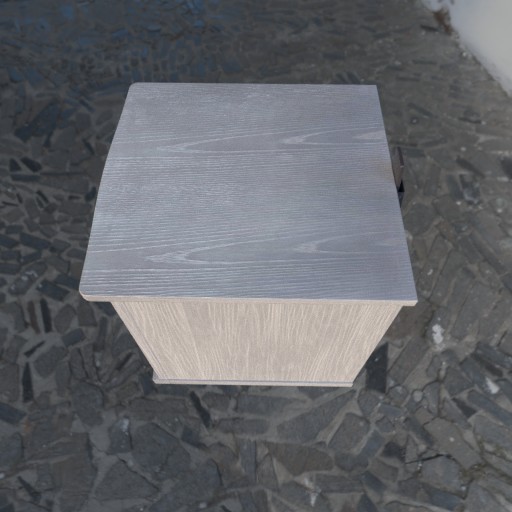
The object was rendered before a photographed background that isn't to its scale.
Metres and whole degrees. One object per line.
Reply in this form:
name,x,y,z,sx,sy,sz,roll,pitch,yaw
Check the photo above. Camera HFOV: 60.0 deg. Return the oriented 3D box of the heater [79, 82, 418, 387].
heater,0.000,0.000,0.752,0.400,0.481,0.362,1,58,0
